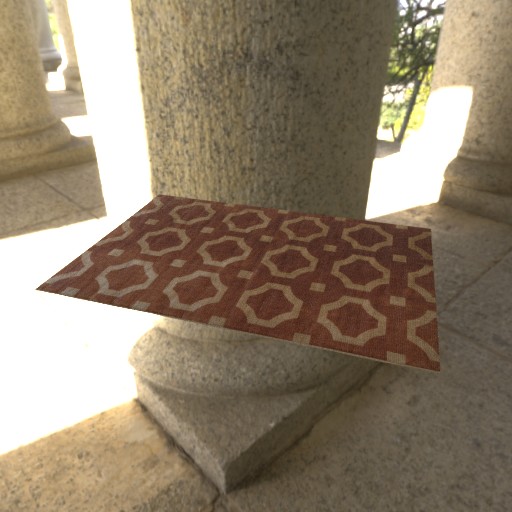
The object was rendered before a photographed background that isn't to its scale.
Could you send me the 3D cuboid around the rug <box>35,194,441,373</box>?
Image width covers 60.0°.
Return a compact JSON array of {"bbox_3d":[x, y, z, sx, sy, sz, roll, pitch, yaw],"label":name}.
[{"bbox_3d":[0.000,0.000,2.993,2.286,0.016,1.555,9,31,15],"label":"rug"}]
